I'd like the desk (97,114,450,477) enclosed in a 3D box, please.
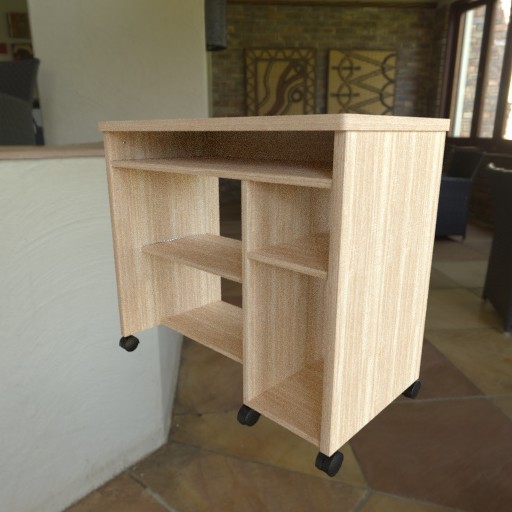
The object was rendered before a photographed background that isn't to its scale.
[{"bbox_3d":[0.000,0.000,1.318,0.884,0.770,0.480,14,21,42],"label":"desk"}]
